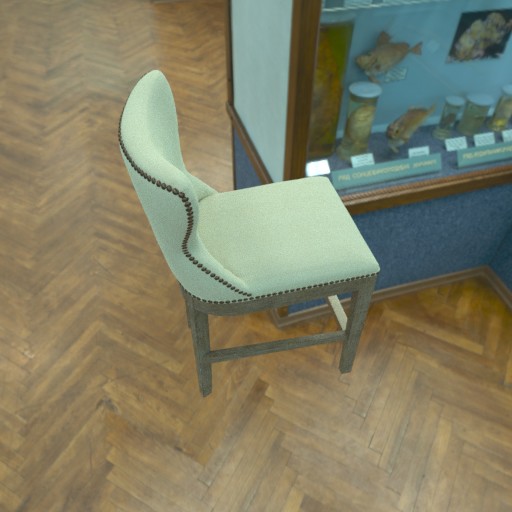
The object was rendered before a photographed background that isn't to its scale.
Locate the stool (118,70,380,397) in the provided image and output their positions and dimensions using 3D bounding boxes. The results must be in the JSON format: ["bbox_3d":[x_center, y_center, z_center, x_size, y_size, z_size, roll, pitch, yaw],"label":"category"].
[{"bbox_3d":[0.000,0.000,1.330,0.608,0.981,0.498,-10,48,-10],"label":"stool"}]
